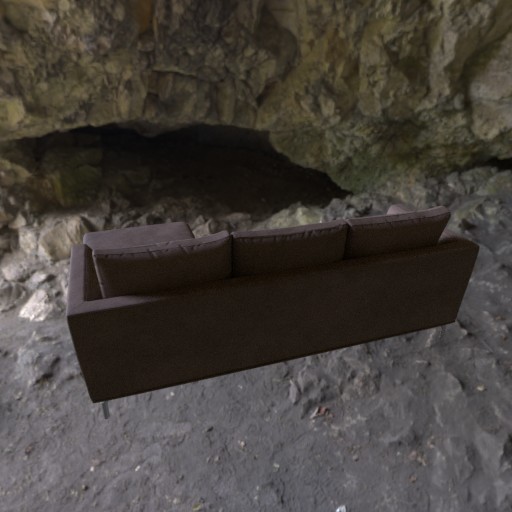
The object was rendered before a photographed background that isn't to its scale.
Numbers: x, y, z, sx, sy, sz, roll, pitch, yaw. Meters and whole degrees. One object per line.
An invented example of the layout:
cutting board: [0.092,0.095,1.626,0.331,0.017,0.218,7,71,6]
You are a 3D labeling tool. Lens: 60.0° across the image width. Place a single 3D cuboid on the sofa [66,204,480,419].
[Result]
sofa: [0.000,0.000,3.223,2.438,0.987,1.622,-8,28,-17]
